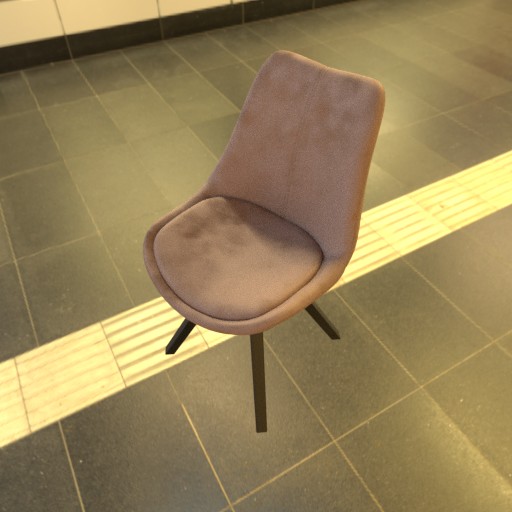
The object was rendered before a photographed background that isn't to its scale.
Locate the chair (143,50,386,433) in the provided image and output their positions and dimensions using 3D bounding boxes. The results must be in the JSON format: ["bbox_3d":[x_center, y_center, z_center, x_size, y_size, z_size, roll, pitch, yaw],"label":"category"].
[{"bbox_3d":[0.000,0.000,1.192,0.483,0.865,0.547,32,54,27],"label":"chair"}]
